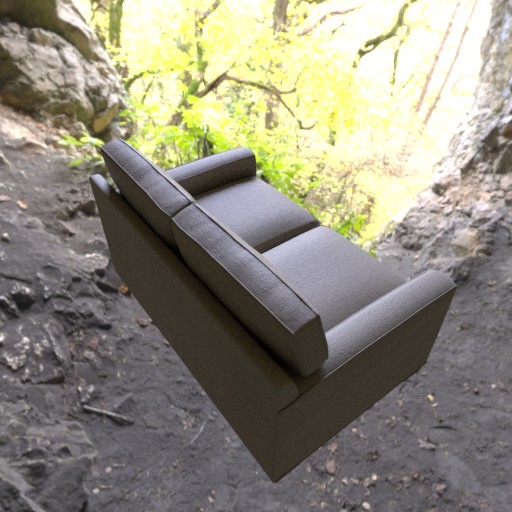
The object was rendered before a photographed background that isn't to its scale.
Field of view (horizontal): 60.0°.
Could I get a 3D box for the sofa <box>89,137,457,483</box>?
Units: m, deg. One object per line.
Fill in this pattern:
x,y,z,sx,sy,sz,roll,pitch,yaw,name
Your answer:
0.000,0.000,2.078,0.940,0.853,1.484,-26,47,-27,sofa
